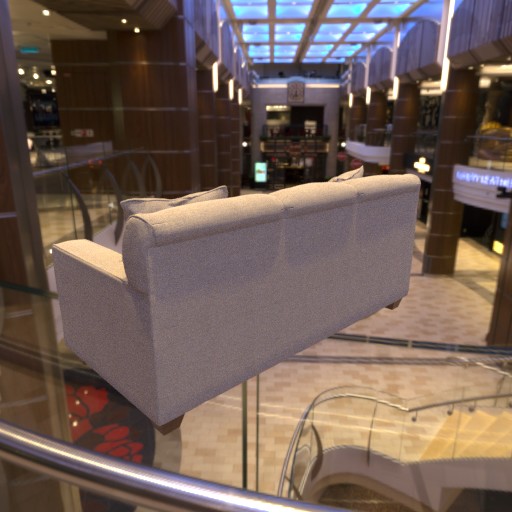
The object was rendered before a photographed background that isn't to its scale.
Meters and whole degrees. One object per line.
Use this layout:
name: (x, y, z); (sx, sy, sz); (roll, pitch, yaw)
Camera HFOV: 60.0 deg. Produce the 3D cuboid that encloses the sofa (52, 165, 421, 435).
sofa: (0.000, 0.000, 2.618); (2.024, 0.958, 0.997); (-16, 23, -42)
